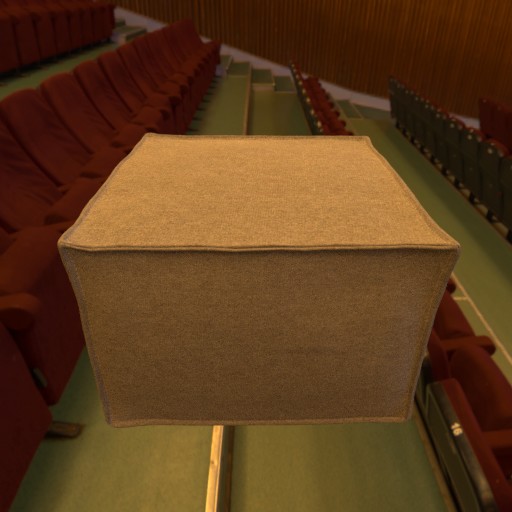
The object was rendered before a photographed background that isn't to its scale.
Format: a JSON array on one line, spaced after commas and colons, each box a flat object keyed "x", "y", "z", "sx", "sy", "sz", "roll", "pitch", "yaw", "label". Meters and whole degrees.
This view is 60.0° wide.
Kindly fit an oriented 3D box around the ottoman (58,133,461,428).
[{"x": 0.000, "y": 0.000, "z": 1.124, "sx": 0.696, "sy": 0.470, "sz": 0.707, "roll": 0, "pitch": 31, "yaw": 0, "label": "ottoman"}]
